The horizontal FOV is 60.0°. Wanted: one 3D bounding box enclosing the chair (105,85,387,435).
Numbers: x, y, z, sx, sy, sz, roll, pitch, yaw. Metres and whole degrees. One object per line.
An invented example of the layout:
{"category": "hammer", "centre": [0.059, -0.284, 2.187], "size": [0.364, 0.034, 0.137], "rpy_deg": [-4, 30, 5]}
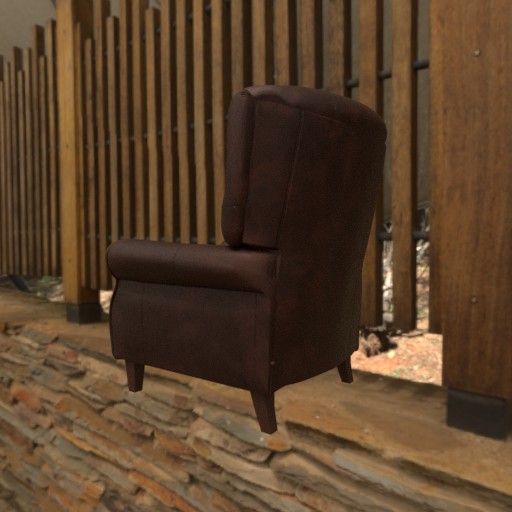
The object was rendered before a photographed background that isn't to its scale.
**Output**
{"category": "chair", "centre": [0.000, 0.000, 1.902], "size": [1.058, 1.158, 0.948], "rpy_deg": [2, 3, 36]}
